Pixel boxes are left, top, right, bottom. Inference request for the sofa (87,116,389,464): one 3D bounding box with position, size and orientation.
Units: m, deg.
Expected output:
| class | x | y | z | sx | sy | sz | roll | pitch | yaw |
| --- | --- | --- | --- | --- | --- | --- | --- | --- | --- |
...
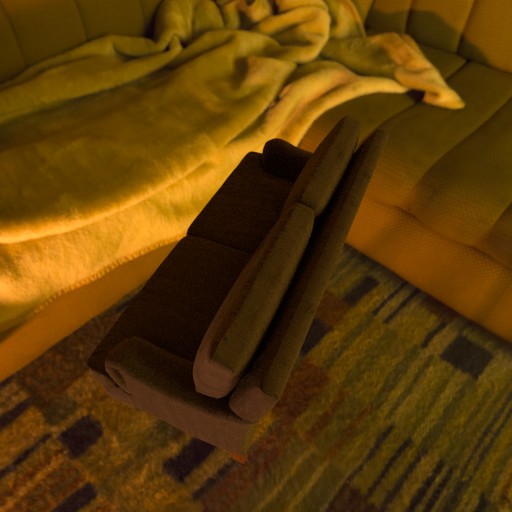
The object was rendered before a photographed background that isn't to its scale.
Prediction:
| class | x | y | z | sx | sy | sz | roll | pitch | yaw |
| --- | --- | --- | --- | --- | --- | --- | --- | --- | --- |
| sofa | 0.000 | 0.000 | 2.823 | 1.086 | 1.087 | 2.165 | 17 | 49 | 16 |
